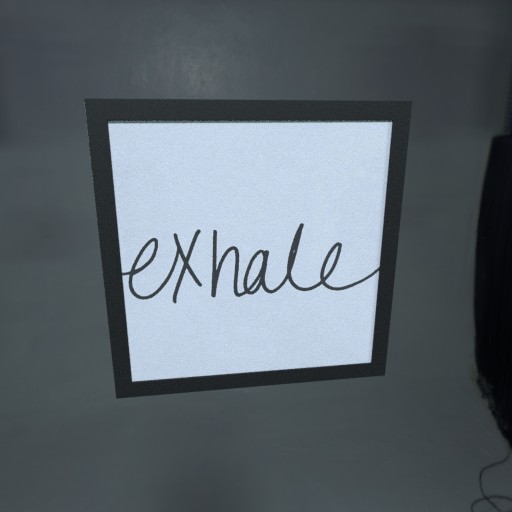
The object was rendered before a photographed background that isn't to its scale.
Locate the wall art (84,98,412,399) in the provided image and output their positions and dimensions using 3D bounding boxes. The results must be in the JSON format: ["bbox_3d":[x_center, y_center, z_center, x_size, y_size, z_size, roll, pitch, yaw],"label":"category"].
[{"bbox_3d":[0.000,0.000,0.537,0.358,0.357,0.012,-3,17,-8],"label":"wall art"}]
